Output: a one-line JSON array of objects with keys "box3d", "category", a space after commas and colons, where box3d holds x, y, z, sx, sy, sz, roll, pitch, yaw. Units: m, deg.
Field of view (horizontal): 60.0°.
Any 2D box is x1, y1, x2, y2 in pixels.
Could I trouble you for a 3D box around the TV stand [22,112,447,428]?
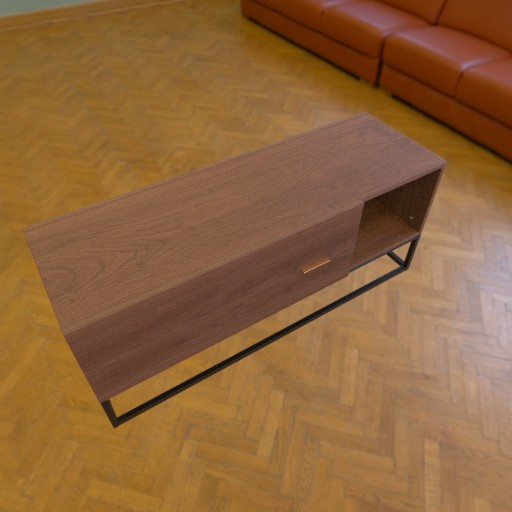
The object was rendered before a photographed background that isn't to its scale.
[{"box3d": [0.000, 0.000, 1.450, 1.200, 0.500, 0.415, -24, 50, -22], "category": "TV stand"}]
